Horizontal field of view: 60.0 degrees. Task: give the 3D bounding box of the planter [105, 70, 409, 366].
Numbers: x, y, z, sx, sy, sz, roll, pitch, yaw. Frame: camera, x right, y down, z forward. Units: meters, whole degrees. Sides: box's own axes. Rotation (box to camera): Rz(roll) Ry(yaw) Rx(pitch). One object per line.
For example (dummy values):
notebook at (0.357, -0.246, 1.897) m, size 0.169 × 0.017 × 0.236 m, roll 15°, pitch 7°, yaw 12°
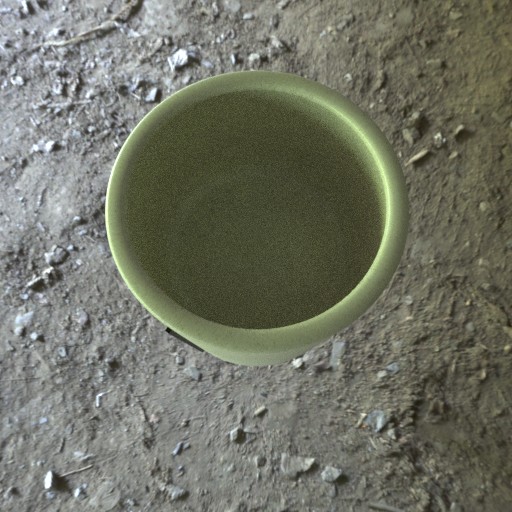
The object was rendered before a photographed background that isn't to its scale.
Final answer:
planter at (0.000, 0.000, 0.701) m, size 0.324 × 0.483 × 0.333 m, roll -18°, pitch 75°, yaw -5°
